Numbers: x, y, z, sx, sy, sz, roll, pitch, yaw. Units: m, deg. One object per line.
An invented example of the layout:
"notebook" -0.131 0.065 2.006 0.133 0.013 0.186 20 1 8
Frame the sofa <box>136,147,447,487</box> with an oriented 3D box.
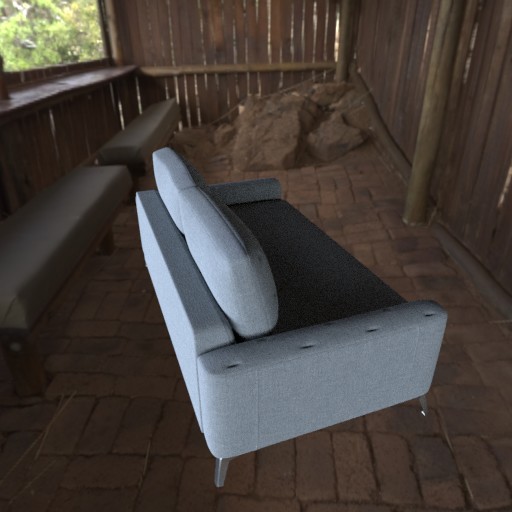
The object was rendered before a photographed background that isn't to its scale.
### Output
"sofa" 0.000 0.000 2.124 0.920 0.790 1.650 -10 30 -18
